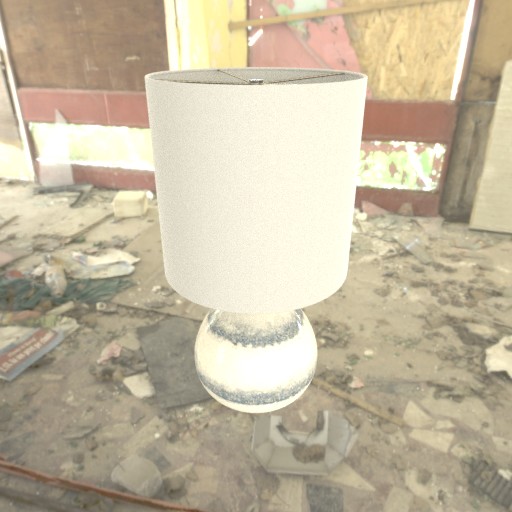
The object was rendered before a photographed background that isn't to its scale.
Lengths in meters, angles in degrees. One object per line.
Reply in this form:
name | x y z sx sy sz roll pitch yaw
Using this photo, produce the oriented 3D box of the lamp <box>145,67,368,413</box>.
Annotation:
lamp | 0.000 0.000 0.531 0.216 0.404 0.216 17 31 31
